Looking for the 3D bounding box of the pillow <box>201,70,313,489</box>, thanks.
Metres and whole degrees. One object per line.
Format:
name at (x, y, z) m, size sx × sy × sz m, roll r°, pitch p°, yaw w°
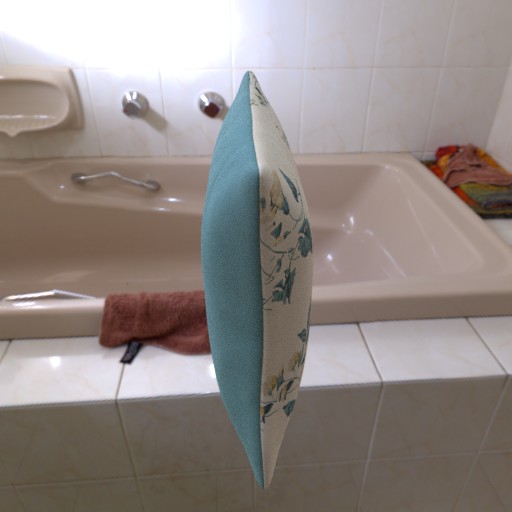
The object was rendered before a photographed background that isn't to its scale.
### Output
pillow at (0.000, 0.000, 0.755) m, size 0.166 × 0.507 × 0.526 m, roll -1°, pitch 32°, yaw -1°
